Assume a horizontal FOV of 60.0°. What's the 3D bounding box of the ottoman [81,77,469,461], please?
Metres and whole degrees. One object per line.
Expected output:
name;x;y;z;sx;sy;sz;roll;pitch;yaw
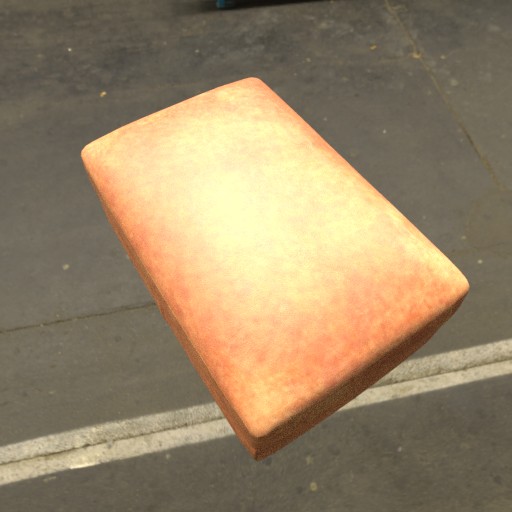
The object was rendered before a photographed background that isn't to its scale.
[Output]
ottoman;0.000;0.000;1.164;0.565;0.507;0.852;-29;62;-17
